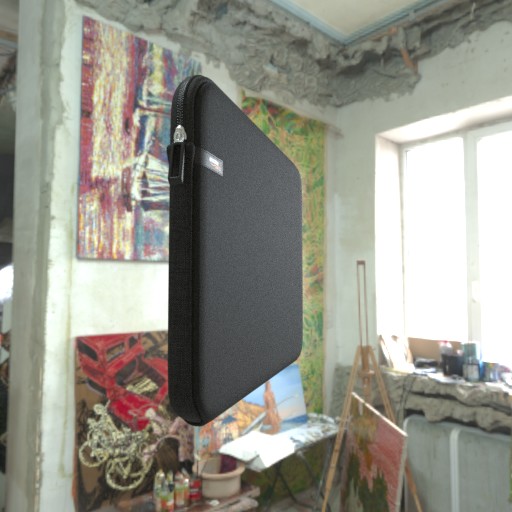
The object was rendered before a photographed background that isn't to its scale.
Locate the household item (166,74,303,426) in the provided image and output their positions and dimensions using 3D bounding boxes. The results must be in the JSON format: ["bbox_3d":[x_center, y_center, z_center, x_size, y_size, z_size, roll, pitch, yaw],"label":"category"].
[{"bbox_3d":[0.000,0.000,0.529,0.030,0.305,0.396,-1,-3,19],"label":"household item"}]
